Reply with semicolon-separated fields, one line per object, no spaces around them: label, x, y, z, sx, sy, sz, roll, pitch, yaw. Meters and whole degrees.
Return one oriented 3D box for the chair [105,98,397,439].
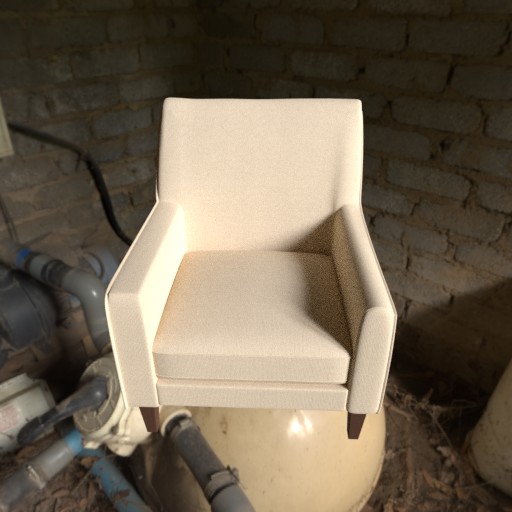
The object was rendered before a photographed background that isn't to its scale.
chair;0.000;0.000;1.571;0.780;0.919;0.899;1;30;2
